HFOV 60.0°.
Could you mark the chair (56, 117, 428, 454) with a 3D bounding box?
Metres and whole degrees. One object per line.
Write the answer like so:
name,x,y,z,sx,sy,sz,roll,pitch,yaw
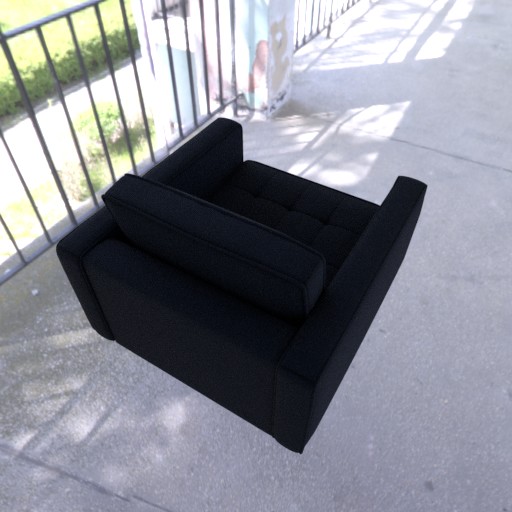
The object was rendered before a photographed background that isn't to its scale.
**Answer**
chair,0.000,0.000,1.586,0.899,0.770,0.920,24,51,21
